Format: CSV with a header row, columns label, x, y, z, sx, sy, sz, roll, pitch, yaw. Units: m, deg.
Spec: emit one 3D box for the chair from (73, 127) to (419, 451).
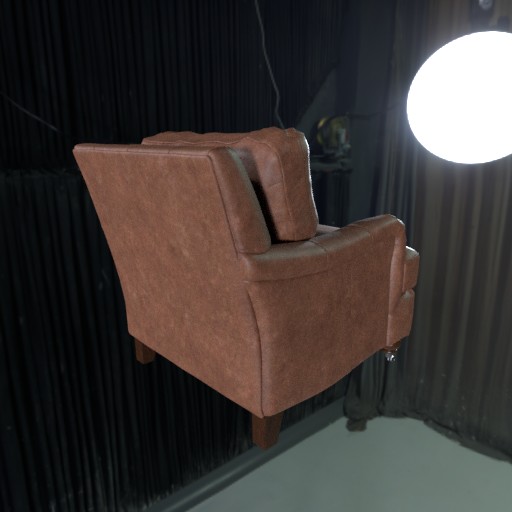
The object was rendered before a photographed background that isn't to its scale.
label,x,y,z,sx,sy,sz,roll,pitch,yaw
chair,0.000,0.000,1.908,1.158,1.055,0.986,-14,20,-41
